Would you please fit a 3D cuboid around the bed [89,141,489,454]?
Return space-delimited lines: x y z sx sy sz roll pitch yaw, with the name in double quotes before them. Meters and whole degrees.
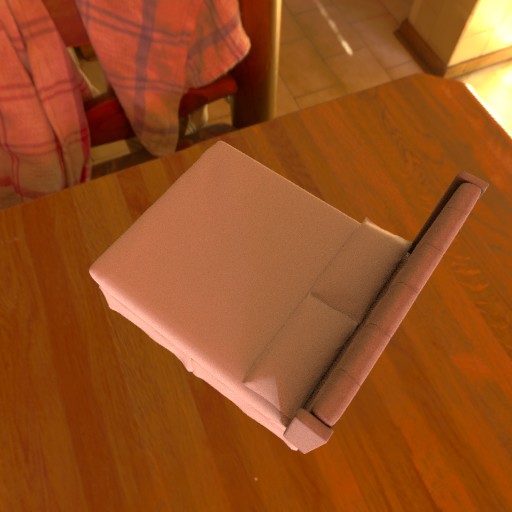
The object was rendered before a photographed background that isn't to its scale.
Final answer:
"bed" 0.000 0.000 3.210 2.066 1.665 1.719 34 68 16
